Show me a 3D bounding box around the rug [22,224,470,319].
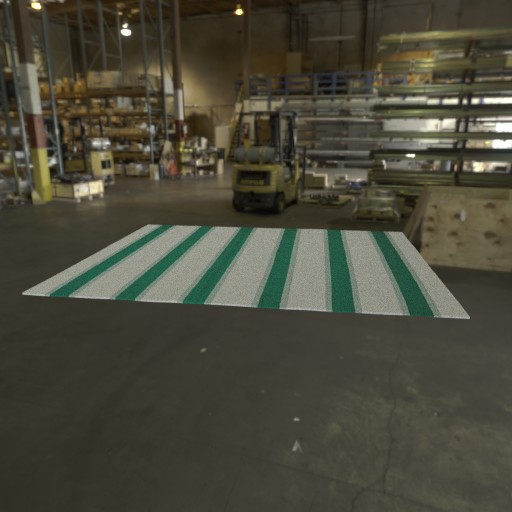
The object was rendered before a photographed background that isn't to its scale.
[{"bbox_3d":[0.000,0.000,4.116,3.041,0.019,2.434,2,16,8],"label":"rug"}]
